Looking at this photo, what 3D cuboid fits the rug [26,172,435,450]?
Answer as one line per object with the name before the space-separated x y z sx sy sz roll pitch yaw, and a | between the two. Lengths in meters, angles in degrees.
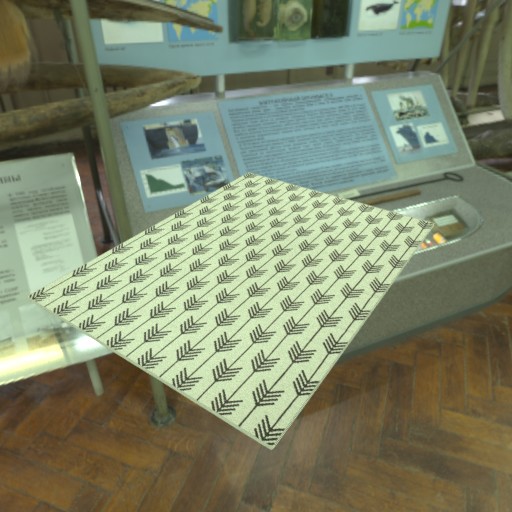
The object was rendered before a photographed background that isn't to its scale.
rug | 0.000 0.000 4.012 2.330 0.010 3.061 21 39 28
